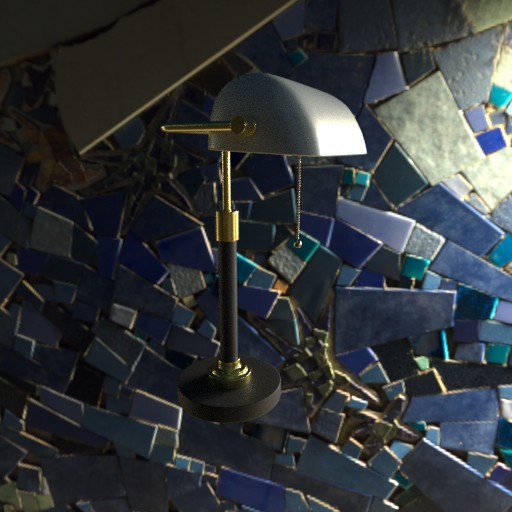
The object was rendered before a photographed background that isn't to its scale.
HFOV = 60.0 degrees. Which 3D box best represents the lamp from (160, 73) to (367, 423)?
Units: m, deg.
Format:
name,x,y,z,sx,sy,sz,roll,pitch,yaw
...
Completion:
name,x,y,z,sx,sy,sz,roll,pitch,yaw
lamp,0.000,0.000,0.557,0.227,0.404,0.269,7,15,26
